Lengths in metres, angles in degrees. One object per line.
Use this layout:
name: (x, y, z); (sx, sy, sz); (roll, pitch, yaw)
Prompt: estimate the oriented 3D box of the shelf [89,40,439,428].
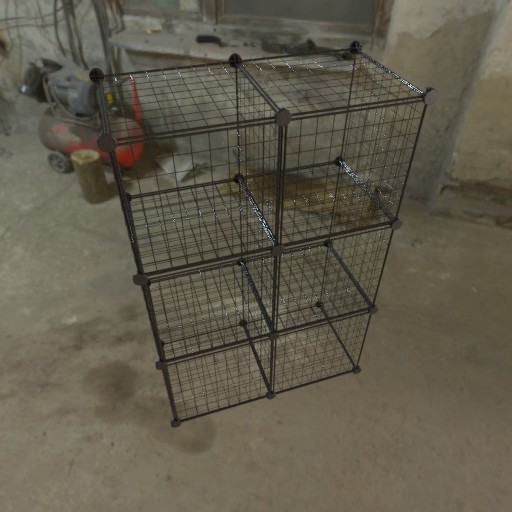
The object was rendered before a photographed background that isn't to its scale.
shelf: (0.000, 0.000, 1.346); (0.711, 1.067, 0.356); (-12, 43, -13)
